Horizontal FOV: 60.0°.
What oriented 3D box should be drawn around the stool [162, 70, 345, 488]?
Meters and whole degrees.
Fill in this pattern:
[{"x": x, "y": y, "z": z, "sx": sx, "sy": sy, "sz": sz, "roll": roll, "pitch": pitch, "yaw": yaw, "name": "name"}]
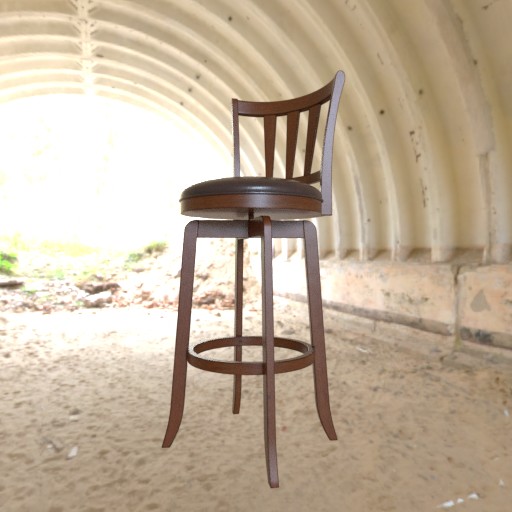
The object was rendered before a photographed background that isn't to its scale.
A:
[{"x": 0.000, "y": 0.000, "z": 1.414, "sx": 0.464, "sy": 1.177, "sz": 0.503, "roll": 0, "pitch": 1, "yaw": 35, "name": "stool"}]
